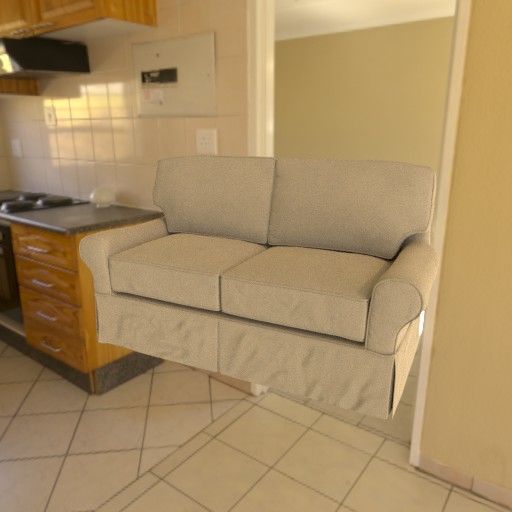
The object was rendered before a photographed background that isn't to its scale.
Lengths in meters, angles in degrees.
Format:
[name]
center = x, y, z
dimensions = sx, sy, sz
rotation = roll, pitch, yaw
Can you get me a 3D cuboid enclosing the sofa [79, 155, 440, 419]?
[sofa]
center = 0.000, 0.000, 2.401
dimensions = 1.823, 1.024, 0.841
rotation = 8, 18, 26
